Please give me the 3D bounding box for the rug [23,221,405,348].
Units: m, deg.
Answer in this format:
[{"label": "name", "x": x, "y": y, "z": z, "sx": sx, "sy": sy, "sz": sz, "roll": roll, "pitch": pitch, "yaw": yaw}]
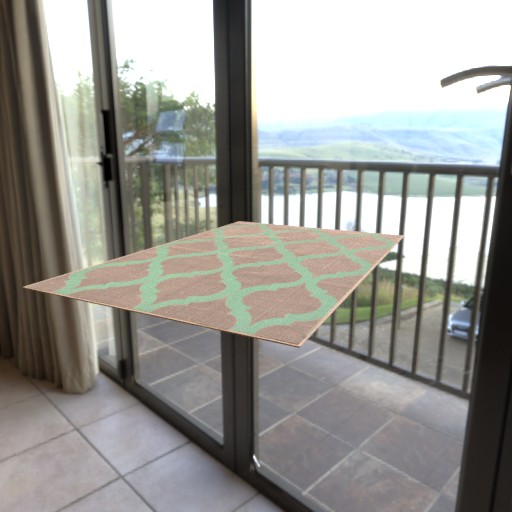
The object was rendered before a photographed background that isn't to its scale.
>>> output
[{"label": "rug", "x": 0.000, "y": 0.000, "z": 2.925, "sx": 1.524, "sy": 0.006, "sz": 2.286, "roll": 7, "pitch": 16, "yaw": 26}]
